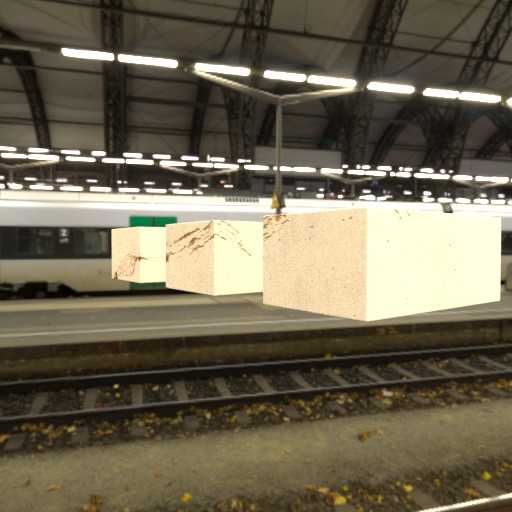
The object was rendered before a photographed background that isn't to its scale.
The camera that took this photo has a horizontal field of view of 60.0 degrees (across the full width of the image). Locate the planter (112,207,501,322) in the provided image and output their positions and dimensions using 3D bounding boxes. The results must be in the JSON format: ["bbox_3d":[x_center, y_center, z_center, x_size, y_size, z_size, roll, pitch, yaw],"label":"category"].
[{"bbox_3d":[0.000,0.000,0.368,0.127,0.051,0.333,-1,2,-37],"label":"planter"}]
